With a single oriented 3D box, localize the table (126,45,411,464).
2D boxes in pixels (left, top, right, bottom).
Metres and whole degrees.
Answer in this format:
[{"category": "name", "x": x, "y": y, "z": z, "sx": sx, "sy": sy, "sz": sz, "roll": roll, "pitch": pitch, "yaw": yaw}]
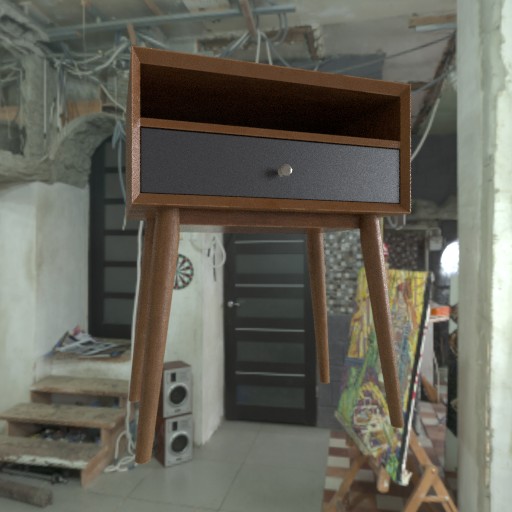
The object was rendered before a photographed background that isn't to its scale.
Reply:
[{"category": "table", "x": 0.000, "y": 0.000, "z": 0.819, "sx": 0.454, "sy": 0.580, "sz": 0.307, "roll": 0, "pitch": 0, "yaw": -18}]
